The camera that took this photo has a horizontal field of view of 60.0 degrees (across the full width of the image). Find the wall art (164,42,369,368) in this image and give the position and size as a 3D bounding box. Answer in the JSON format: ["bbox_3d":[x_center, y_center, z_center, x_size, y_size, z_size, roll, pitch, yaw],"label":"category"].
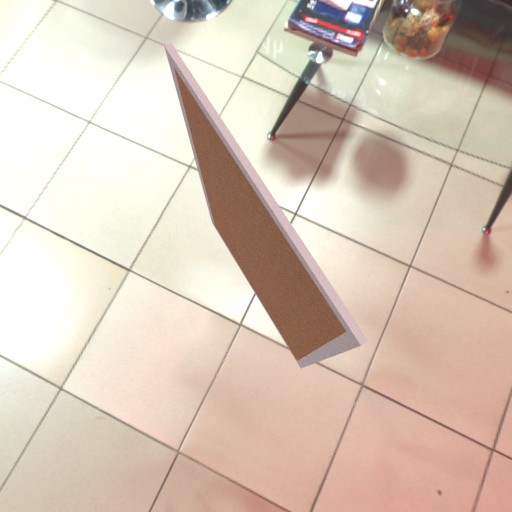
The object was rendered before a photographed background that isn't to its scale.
[{"bbox_3d":[0.000,0.000,1.234,0.015,0.965,0.660,-30,76,-8],"label":"wall art"}]
